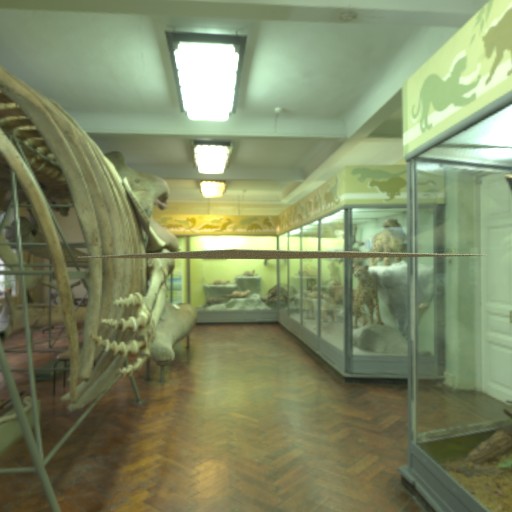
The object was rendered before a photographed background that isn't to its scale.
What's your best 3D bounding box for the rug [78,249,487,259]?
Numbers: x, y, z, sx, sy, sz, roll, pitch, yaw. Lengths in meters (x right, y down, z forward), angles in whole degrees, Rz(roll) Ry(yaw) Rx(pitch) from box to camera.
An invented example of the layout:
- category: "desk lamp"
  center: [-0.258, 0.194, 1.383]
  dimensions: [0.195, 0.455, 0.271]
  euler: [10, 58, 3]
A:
- category: "rug"
  center: [0.000, 0.000, 4.137]
  dimensions: [2.448, 0.021, 3.051]
  euler: [1, -1, -36]
